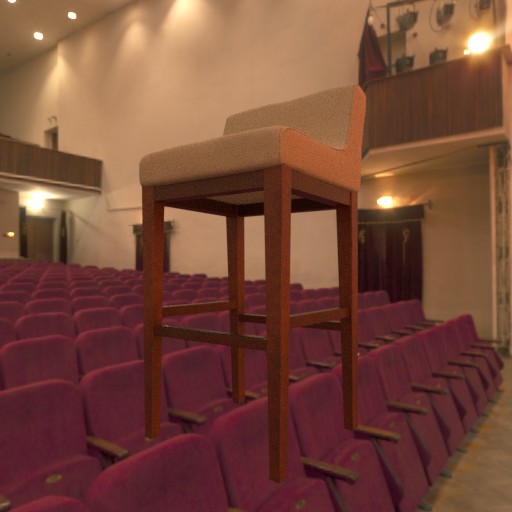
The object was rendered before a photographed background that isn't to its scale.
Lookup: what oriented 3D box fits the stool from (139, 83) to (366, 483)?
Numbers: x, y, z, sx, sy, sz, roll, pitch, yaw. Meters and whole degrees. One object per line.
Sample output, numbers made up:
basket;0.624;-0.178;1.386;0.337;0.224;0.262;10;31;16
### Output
stool;0.000;0.000;1.317;0.511;1.037;0.500;-1;-2;36
